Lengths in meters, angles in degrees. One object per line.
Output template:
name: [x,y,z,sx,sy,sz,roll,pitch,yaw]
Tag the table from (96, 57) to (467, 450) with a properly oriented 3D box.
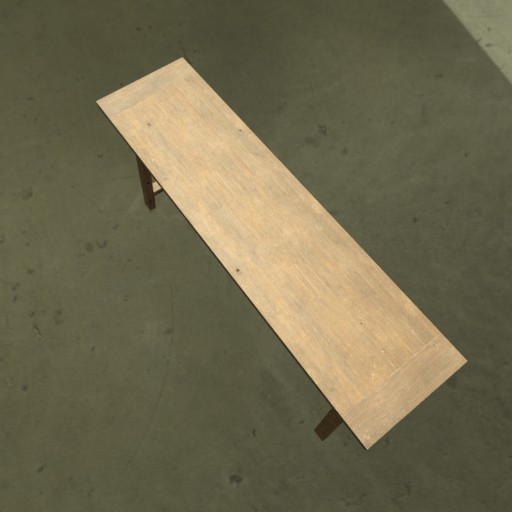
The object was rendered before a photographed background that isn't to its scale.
table: [0.000,0.000,2.127,0.465,0.810,1.800,-34,70,-14]
